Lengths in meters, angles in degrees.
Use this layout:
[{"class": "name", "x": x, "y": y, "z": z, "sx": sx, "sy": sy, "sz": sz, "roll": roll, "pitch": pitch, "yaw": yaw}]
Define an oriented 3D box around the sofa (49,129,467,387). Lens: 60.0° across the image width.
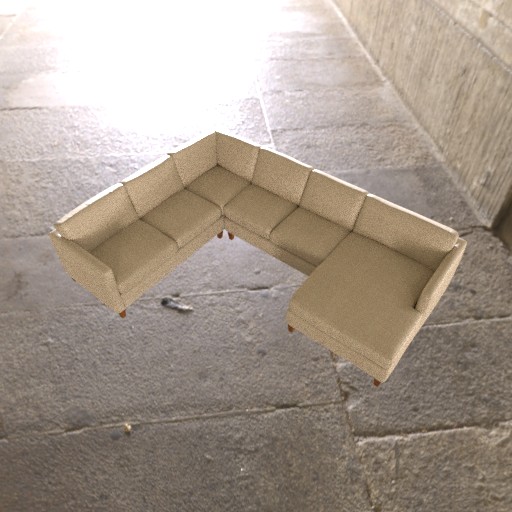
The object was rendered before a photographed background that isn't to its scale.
[{"class": "sofa", "x": 0.000, "y": 0.000, "z": 4.671, "sx": 3.460, "sy": 0.961, "sz": 2.594, "roll": 29, "pitch": 53, "yaw": 26}]
